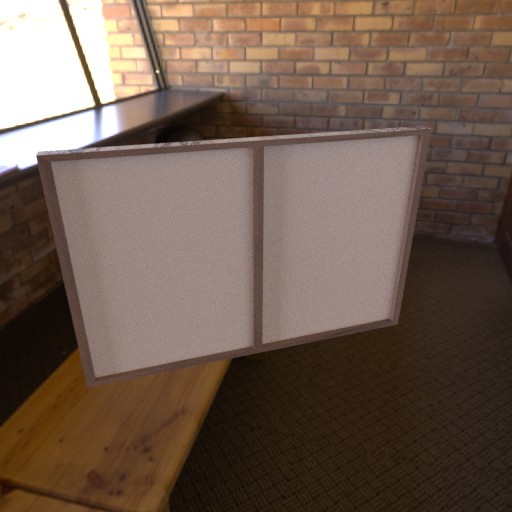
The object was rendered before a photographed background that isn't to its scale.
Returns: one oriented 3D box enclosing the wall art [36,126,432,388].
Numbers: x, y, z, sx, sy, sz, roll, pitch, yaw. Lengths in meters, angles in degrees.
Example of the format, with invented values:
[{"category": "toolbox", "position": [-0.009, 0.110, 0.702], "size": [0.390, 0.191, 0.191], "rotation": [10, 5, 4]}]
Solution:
[{"category": "wall art", "position": [0.000, 0.000, 1.145], "size": [0.919, 0.598, 0.038], "rotation": [-8, 28, -16]}]
